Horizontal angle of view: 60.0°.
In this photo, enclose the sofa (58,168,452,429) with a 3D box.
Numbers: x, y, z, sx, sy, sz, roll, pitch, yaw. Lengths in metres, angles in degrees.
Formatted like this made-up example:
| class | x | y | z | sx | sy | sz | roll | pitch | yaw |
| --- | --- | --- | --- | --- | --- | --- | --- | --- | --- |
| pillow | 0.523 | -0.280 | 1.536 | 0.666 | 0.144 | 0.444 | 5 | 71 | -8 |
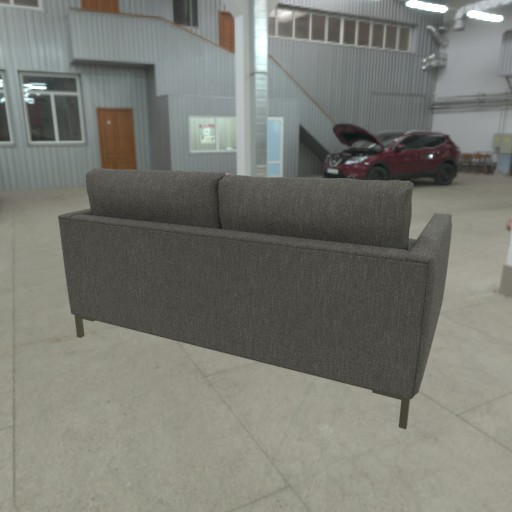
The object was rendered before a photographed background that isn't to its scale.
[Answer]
| class | x | y | z | sx | sy | sz | roll | pitch | yaw |
| --- | --- | --- | --- | --- | --- | --- | --- | --- | --- |
| sofa | 0.000 | 0.000 | 2.142 | 1.682 | 0.840 | 0.875 | 8 | 17 | 26 |
